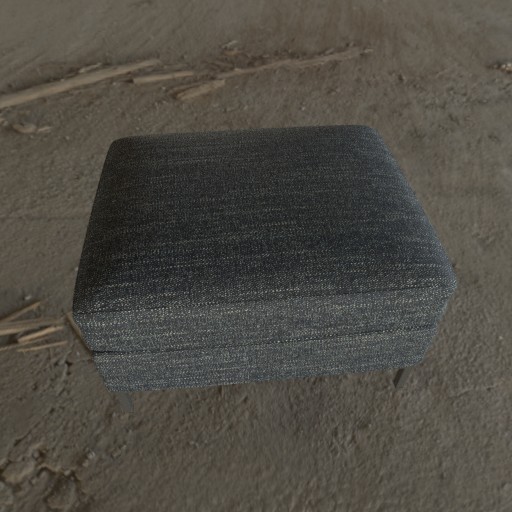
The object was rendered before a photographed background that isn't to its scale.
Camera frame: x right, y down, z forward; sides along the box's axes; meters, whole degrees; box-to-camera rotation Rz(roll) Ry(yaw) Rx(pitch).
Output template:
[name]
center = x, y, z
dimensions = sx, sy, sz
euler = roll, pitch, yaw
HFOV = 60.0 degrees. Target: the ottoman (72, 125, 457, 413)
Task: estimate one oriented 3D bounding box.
[ottoman]
center = 0.000, 0.000, 1.240
dimensions = 0.814, 0.491, 0.667
euler = -4, 46, -4
